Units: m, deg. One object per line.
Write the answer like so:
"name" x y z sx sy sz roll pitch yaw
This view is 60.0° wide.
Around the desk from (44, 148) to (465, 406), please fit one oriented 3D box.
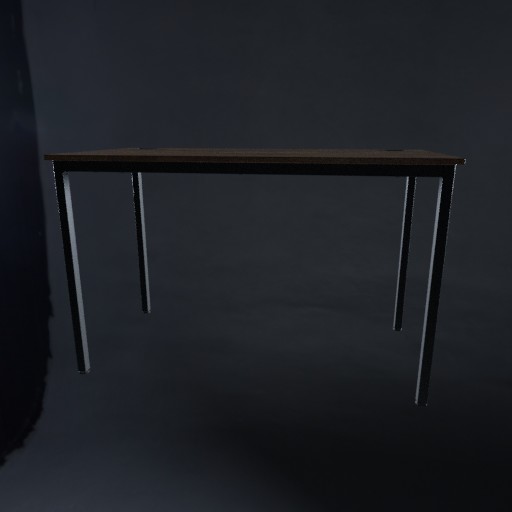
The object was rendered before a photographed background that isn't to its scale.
"desk" 0.000 0.000 1.628 1.200 0.749 0.600 3 16 9
